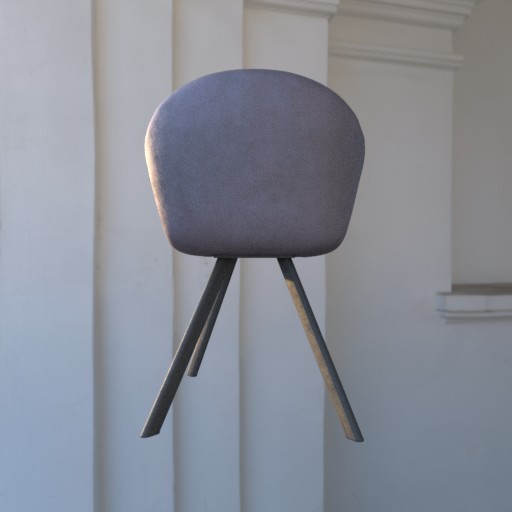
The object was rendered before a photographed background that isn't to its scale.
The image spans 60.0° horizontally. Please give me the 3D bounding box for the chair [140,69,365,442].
[{"bbox_3d":[0.000,0.000,1.183,0.567,0.781,0.544,0,0,3],"label":"chair"}]
